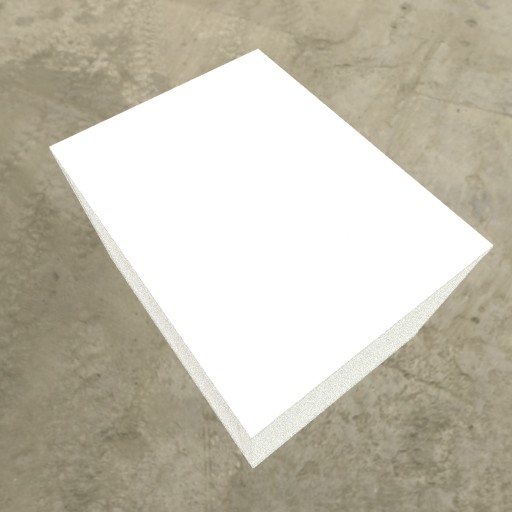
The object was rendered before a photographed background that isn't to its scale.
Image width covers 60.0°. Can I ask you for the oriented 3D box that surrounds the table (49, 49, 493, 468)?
[{"bbox_3d":[0.000,0.000,0.782,0.399,0.357,0.517,-33,65,-18],"label":"table"}]
